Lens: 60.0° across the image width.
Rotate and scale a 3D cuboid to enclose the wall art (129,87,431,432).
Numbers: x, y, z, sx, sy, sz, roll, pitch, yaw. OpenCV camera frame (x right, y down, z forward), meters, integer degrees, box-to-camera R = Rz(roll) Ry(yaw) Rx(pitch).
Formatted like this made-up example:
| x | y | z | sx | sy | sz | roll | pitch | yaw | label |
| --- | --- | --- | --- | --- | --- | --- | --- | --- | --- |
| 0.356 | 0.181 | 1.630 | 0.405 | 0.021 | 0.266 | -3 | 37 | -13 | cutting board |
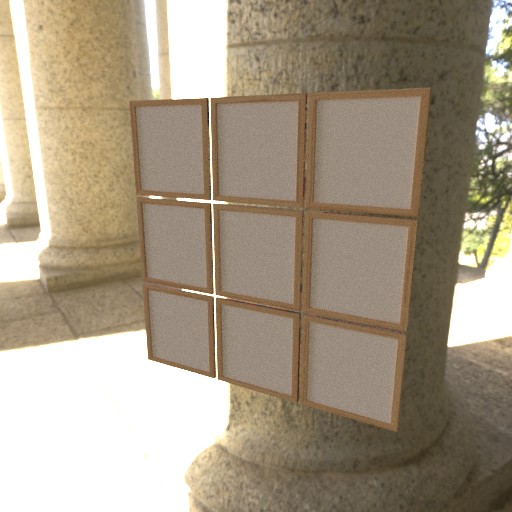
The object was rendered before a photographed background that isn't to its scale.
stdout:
| x | y | z | sx | sy | sz | roll | pitch | yaw | label |
| --- | --- | --- | --- | --- | --- | --- | --- | --- | --- |
| 0.000 | 0.000 | 1.337 | 0.904 | 0.913 | 0.013 | 8 | 17 | 26 | wall art |
